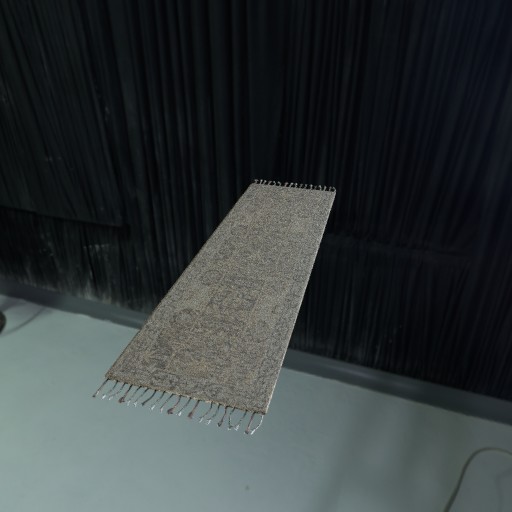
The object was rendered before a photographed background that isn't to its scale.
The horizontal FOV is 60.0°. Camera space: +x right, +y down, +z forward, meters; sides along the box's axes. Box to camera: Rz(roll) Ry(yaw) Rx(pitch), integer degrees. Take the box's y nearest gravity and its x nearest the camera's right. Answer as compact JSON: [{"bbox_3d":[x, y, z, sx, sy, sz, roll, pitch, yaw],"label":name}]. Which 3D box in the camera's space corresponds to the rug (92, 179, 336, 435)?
[{"bbox_3d":[0.000,0.000,2.932,0.762,0.011,2.664,8,32,13],"label":"rug"}]
